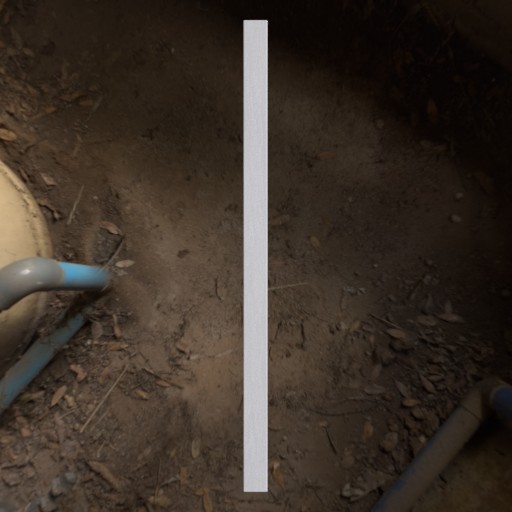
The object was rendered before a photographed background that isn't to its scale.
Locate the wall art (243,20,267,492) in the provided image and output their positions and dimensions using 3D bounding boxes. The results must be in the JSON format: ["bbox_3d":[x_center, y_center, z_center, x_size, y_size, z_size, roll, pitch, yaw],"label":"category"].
[{"bbox_3d":[0.000,0.000,1.372,0.053,0.787,1.041,0,90,0],"label":"wall art"}]
